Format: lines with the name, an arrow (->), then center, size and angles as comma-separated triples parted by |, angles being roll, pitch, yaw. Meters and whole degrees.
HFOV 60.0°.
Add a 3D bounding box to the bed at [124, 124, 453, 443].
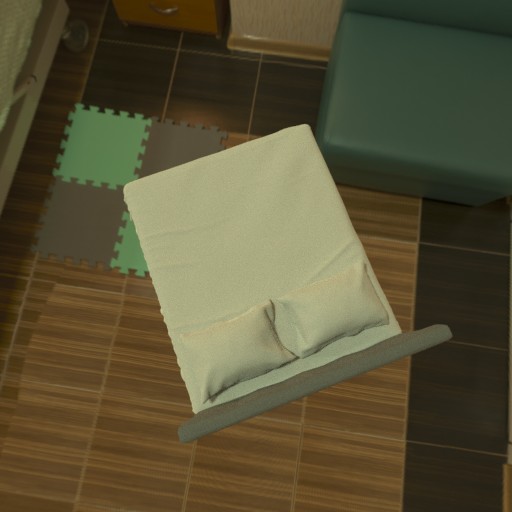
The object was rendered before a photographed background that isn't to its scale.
bed -> 0.000, 0.000, 3.423 | 1.936, 1.577, 2.222 | -20, 76, -5
